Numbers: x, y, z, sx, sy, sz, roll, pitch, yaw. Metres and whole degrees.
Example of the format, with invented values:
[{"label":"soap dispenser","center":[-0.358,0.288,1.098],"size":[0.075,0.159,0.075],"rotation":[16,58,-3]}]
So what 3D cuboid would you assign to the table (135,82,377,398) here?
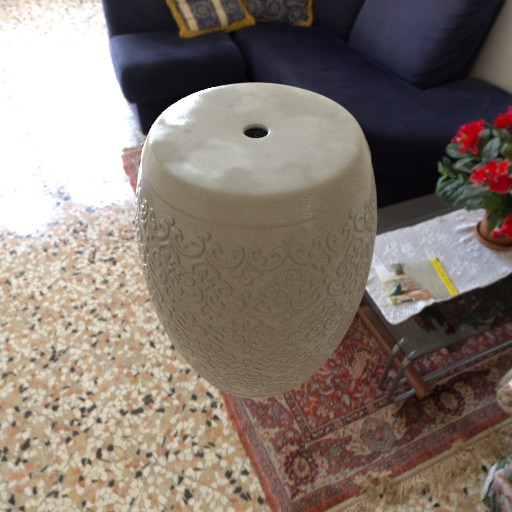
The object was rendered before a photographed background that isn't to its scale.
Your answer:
[{"label":"table","center":[0.000,0.000,0.621],"size":[0.309,0.397,0.309],"rotation":[0,47,0]}]
